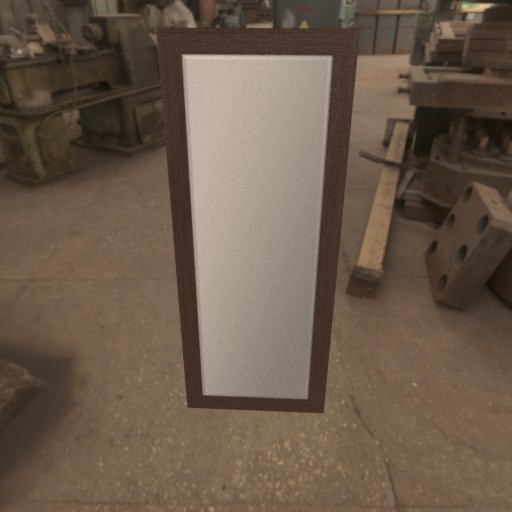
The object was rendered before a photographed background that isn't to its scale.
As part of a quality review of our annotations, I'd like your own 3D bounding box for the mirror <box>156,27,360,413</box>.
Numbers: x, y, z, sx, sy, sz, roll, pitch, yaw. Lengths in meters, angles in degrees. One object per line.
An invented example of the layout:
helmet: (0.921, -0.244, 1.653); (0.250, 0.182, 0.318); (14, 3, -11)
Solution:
mirror: (0.000, 0.000, 2.214); (0.812, 2.020, 0.221); (2, 31, 3)
